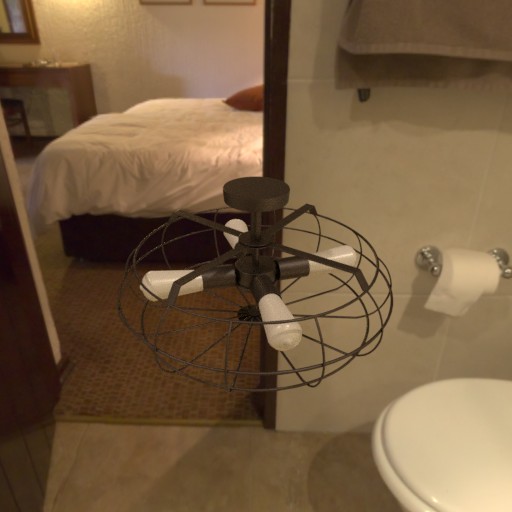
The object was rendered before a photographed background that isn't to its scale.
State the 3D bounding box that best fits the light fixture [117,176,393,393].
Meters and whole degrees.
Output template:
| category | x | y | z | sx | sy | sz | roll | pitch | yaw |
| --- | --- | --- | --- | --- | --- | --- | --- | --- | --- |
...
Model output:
| category | x | y | z | sx | sy | sz | roll | pitch | yaw |
| --- | --- | --- | --- | --- | --- | --- | --- | --- | --- |
| light fixture | 0.000 | 0.000 | 0.944 | 0.582 | 0.311 | 0.582 | 0 | 27 | 0 |
